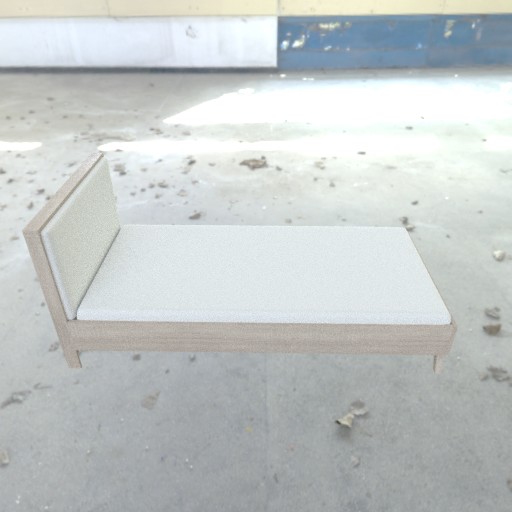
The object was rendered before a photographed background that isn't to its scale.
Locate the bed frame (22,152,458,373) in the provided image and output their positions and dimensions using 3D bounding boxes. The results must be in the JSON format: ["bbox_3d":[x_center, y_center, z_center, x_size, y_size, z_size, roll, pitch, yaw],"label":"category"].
[{"bbox_3d":[0.000,0.000,2.693,2.140,0.920,0.990,1,34,1],"label":"bed frame"}]
